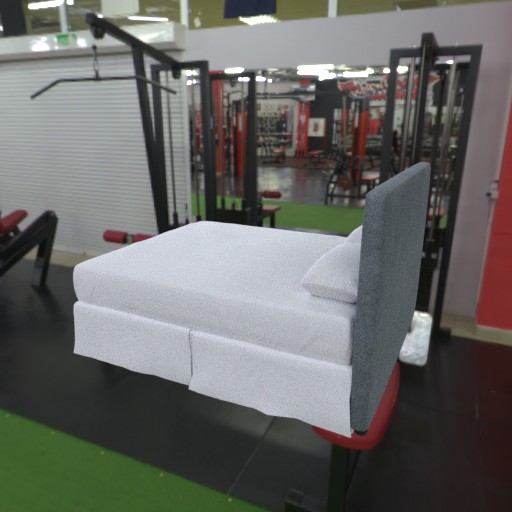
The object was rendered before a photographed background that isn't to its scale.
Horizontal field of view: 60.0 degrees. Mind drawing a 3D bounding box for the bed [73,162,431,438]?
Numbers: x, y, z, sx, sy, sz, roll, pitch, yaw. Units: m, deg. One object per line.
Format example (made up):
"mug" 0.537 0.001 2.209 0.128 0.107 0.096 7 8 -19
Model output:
"bed" 0.000 0.000 3.261 2.142 1.330 1.713 9 19 26
